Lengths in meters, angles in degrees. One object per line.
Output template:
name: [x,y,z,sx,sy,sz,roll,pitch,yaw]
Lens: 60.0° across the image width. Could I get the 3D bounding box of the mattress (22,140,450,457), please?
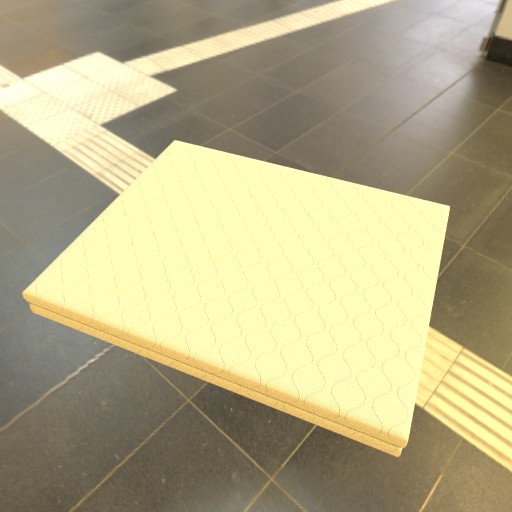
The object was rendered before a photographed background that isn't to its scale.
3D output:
mattress: [0.000,0.000,2.620,2.000,0.200,1.600,17,49,15]
